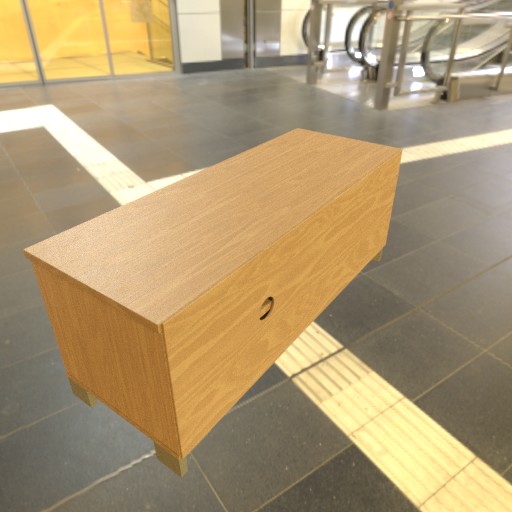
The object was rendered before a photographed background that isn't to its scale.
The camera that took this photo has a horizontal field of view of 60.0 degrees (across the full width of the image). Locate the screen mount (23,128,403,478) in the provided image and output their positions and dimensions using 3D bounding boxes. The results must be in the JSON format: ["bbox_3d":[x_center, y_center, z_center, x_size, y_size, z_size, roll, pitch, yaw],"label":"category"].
[{"bbox_3d":[0.000,0.000,1.301,0.406,0.432,1.084,21,38,30],"label":"screen mount"}]
